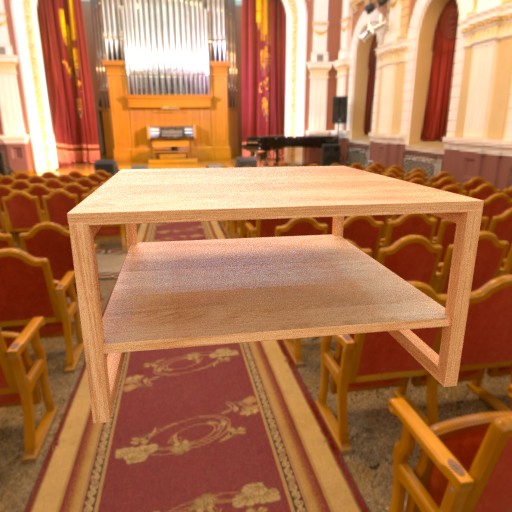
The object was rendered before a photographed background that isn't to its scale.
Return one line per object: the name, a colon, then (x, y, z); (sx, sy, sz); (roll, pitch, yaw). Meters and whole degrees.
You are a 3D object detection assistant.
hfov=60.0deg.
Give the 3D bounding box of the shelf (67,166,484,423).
shelf: (0.000, 0.000, 1.427); (0.899, 0.480, 0.899); (-3, 17, -9)
